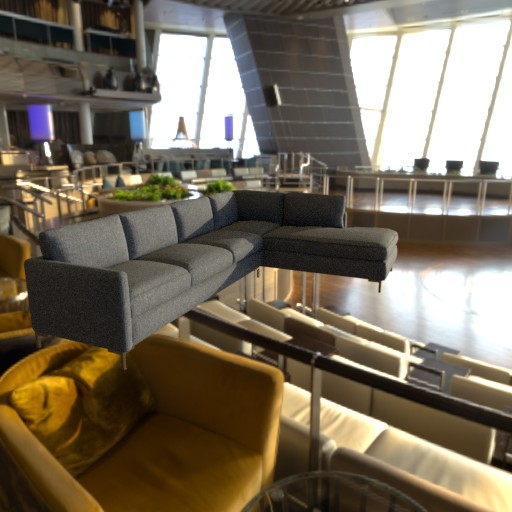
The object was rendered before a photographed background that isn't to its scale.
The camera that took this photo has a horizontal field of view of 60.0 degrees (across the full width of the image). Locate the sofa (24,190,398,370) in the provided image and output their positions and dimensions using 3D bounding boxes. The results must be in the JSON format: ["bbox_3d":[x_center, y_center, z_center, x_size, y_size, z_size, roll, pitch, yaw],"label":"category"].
[{"bbox_3d":[0.000,0.000,3.779,2.007,0.815,2.949,6,16,23],"label":"sofa"}]
